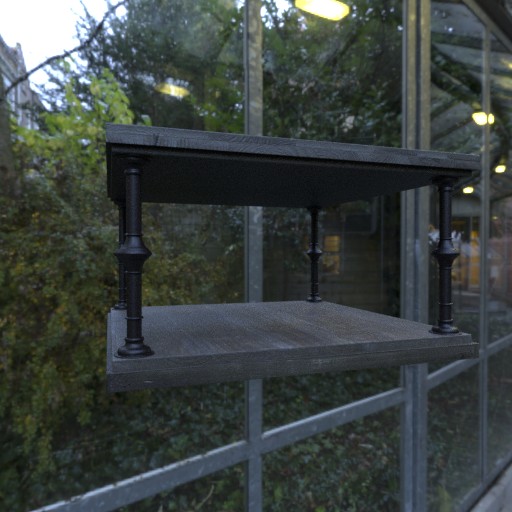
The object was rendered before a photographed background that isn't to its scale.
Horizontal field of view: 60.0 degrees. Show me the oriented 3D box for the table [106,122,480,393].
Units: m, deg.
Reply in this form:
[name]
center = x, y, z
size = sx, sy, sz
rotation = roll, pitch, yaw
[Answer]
[table]
center = 0.000, 0.000, 1.093
size = 0.696, 0.400, 0.696
rotation = 0, 0, -18
